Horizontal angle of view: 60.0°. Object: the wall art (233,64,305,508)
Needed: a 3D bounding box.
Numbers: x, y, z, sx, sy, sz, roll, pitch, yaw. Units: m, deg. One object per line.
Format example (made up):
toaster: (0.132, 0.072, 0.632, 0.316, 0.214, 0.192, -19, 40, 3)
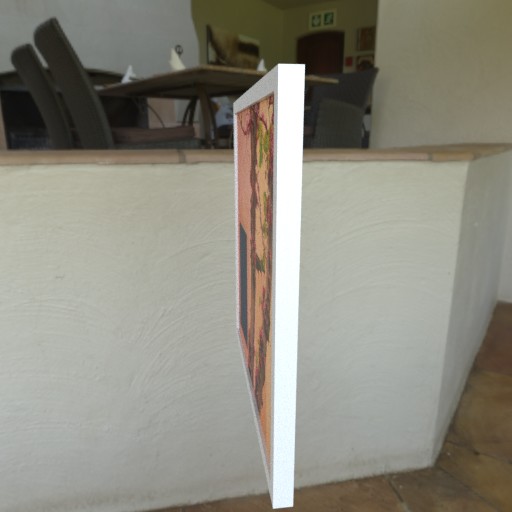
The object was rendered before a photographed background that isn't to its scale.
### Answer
wall art: (0.000, 0.000, 1.087, 0.038, 0.762, 0.762, -2, 15, -7)
